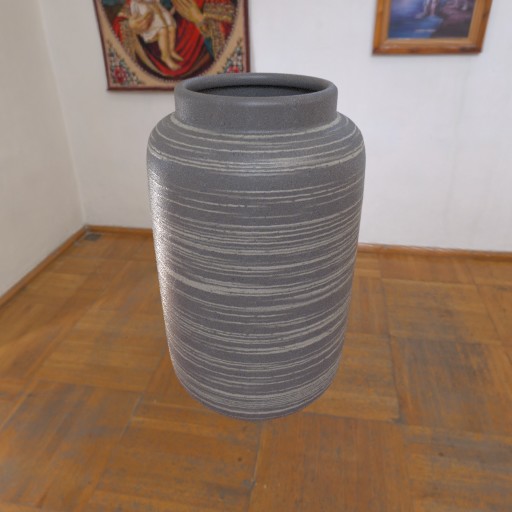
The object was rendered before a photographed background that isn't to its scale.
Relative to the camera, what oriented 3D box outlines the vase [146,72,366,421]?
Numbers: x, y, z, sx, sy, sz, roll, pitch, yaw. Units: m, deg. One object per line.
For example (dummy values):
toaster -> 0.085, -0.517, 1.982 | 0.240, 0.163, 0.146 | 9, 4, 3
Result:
vase -> 0.000, 0.000, 0.679 | 0.297, 0.499, 0.297 | 0, 30, 0
